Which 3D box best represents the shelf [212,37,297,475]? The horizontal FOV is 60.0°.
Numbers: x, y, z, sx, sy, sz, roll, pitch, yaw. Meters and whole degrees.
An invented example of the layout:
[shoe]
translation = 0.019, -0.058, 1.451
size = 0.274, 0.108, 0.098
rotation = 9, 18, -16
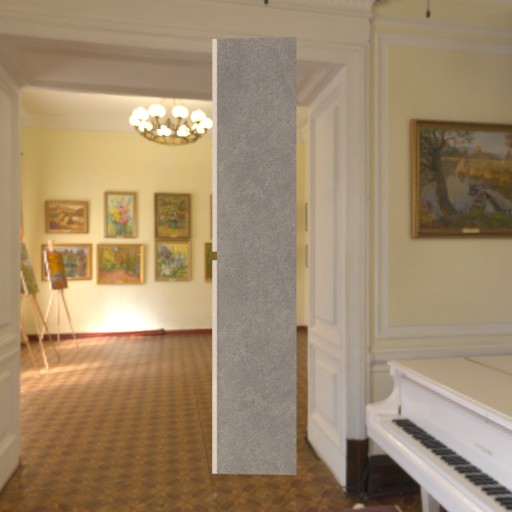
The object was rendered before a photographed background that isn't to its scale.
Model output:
[shelf]
translation = 0.000, 0.000, 1.572
size = 0.270, 1.400, 0.300
rotation = 0, 0, 2
